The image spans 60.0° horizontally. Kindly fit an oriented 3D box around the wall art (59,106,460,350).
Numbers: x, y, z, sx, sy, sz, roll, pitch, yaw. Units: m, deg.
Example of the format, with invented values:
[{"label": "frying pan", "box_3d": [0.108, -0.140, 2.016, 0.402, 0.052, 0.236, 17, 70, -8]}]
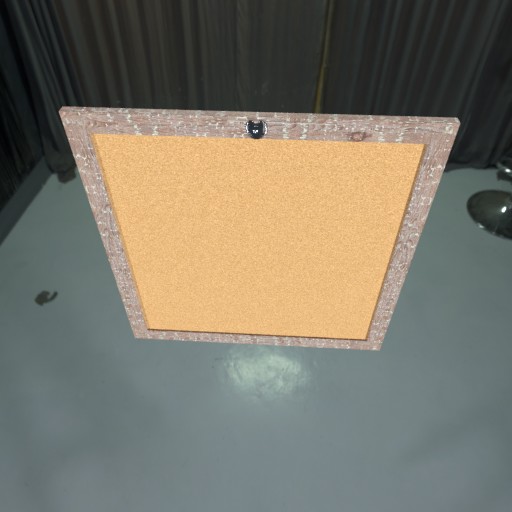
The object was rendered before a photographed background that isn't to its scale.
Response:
[{"label": "wall art", "box_3d": [0.000, 0.000, 0.562, 0.384, 0.384, 0.012, 2, 45, 2]}]
